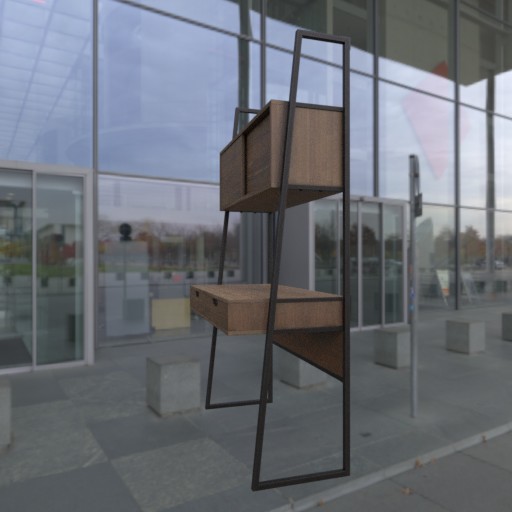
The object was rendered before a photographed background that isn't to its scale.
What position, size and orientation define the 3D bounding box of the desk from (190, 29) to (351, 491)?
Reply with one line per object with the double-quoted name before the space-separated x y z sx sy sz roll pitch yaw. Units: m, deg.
"desk" 0.000 0.000 2.217 0.515 1.809 0.982 0 0 -17
